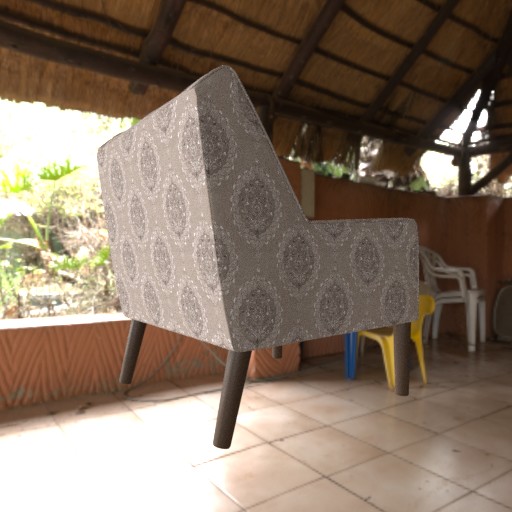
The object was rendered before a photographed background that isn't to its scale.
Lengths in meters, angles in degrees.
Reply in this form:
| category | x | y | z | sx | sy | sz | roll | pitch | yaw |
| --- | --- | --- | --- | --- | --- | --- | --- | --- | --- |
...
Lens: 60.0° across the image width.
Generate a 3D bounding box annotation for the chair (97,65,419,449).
| category | x | y | z | sx | sy | sz | roll | pitch | yaw |
| --- | --- | --- | --- | --- | --- | --- | --- | --- | --- |
| chair | 0.000 | 0.000 | 1.324 | 0.750 | 0.797 | 0.665 | 0 | 0 | -36 |
